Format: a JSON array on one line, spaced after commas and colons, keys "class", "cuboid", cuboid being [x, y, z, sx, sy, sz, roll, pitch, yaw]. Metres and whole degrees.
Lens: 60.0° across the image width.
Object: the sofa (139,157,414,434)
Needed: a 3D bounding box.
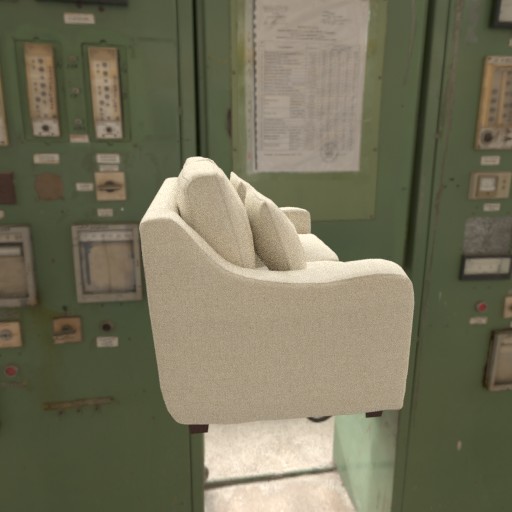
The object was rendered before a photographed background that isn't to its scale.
[{"class": "sofa", "cuboid": [0.000, 0.000, 2.439, 1.040, 1.047, 1.744, -2, 15, -8]}]
